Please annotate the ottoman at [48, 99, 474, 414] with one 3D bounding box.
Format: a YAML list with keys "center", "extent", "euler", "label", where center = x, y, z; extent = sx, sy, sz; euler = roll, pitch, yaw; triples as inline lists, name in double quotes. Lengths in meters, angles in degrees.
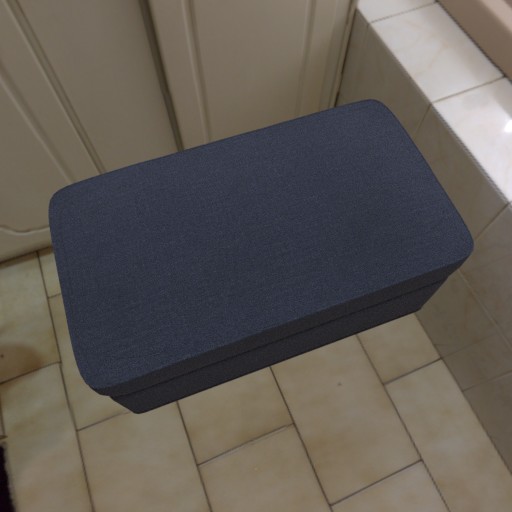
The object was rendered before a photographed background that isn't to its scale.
- center: [0.000, 0.000, 1.171]
  extent: [0.895, 0.453, 0.505]
  euler: [-18, 66, -9]
  label: "ottoman"
